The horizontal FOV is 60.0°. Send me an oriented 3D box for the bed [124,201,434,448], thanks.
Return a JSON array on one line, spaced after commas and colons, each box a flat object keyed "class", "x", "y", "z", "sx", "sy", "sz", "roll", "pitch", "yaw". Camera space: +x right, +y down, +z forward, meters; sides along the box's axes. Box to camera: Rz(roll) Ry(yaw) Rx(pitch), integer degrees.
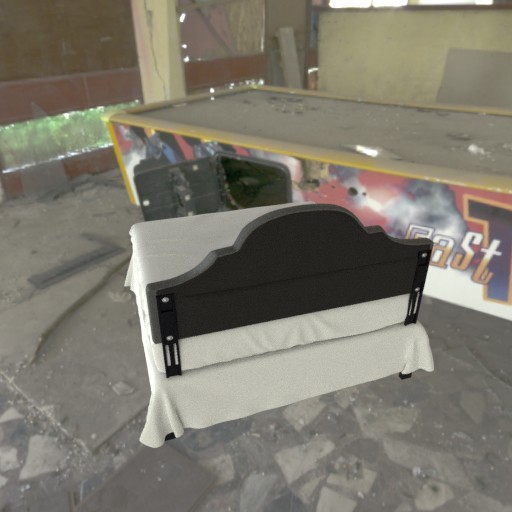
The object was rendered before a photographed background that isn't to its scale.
[{"class": "bed", "x": 0.000, "y": 0.000, "z": 3.815, "sx": 2.303, "sy": 1.631, "sz": 2.222, "roll": -9, "pitch": 30, "yaw": -16}]
